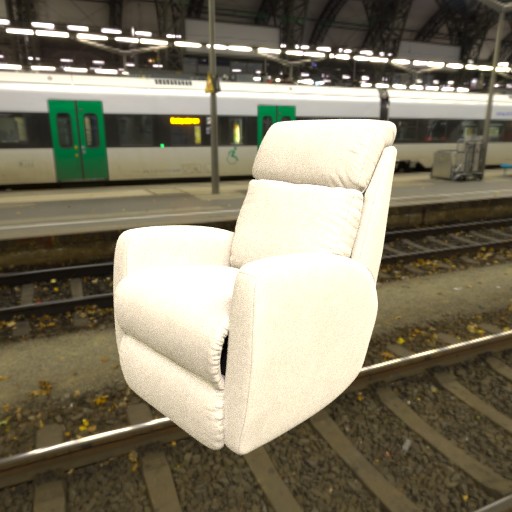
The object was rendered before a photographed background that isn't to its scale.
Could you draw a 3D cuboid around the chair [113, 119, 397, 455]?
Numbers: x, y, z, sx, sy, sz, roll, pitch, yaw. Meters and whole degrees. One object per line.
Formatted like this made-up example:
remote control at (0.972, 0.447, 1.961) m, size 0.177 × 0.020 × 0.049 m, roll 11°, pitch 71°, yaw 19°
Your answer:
chair at (0.000, 0.000, 1.703) m, size 0.812 × 1.015 × 0.941 m, roll 15°, pitch 21°, yaw 43°
